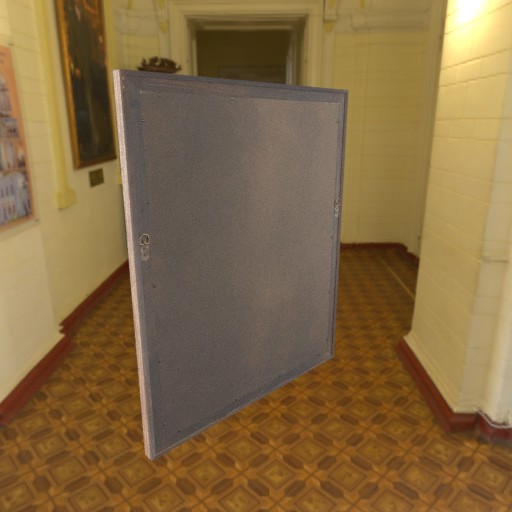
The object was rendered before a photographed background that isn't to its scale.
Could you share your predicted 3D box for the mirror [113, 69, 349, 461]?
[{"bbox_3d":[0.000,0.000,1.205,0.730,0.882,0.032,-15,22,-42],"label":"mirror"}]
